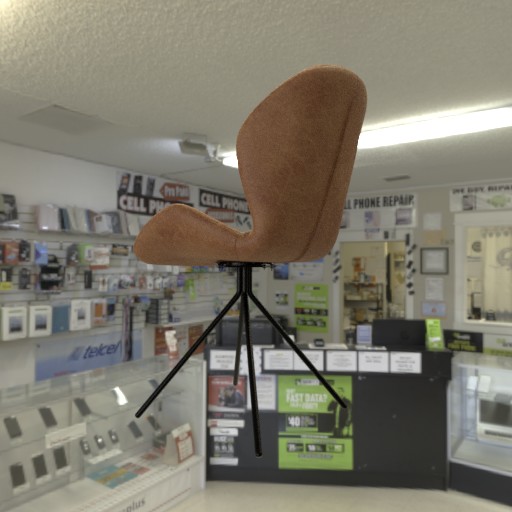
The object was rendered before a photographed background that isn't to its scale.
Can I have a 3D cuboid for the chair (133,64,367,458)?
[{"bbox_3d":[0.000,0.000,1.293,0.640,0.929,0.527,-1,-2,37],"label":"chair"}]
